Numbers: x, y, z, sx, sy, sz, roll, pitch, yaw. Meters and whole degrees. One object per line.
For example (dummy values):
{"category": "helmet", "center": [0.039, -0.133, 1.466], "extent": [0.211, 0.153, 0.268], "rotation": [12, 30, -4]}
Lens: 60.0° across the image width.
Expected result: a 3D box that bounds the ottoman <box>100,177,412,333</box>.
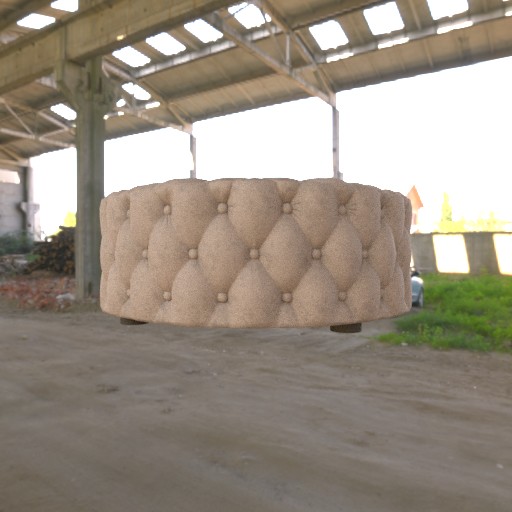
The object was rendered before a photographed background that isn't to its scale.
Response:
{"category": "ottoman", "center": [0.000, 0.000, 1.491], "extent": [0.998, 0.399, 0.998], "rotation": [0, 0, 0]}
